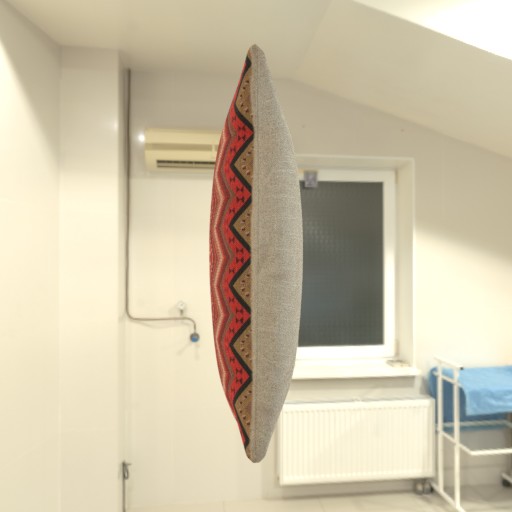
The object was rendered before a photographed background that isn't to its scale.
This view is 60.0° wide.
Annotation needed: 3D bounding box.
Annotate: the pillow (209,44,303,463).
[{"bbox_3d":[0.000,0.000,0.791,0.158,0.511,0.513,0,0,0],"label":"pillow"}]
